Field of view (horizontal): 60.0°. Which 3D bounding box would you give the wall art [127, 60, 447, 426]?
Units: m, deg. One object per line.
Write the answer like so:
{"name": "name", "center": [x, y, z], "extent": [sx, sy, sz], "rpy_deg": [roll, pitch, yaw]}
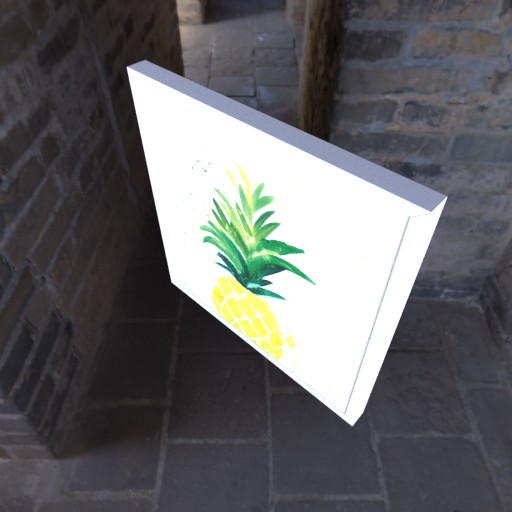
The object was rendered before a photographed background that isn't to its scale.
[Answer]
{"name": "wall art", "center": [0.000, 0.000, 0.753], "extent": [0.508, 0.507, 0.035], "rpy_deg": [34, 55, 28]}
